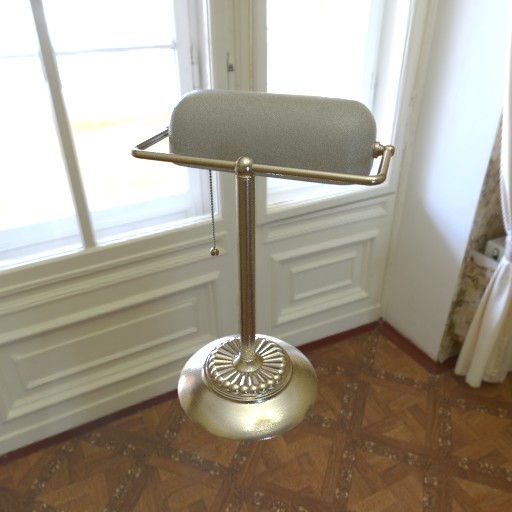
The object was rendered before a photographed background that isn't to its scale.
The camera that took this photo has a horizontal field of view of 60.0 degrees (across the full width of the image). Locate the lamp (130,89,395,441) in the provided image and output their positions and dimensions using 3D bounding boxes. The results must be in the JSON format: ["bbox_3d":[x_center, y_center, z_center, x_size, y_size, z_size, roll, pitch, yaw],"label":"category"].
[{"bbox_3d":[0.000,0.000,0.509,0.264,0.339,0.243,10,32,16],"label":"lamp"}]
